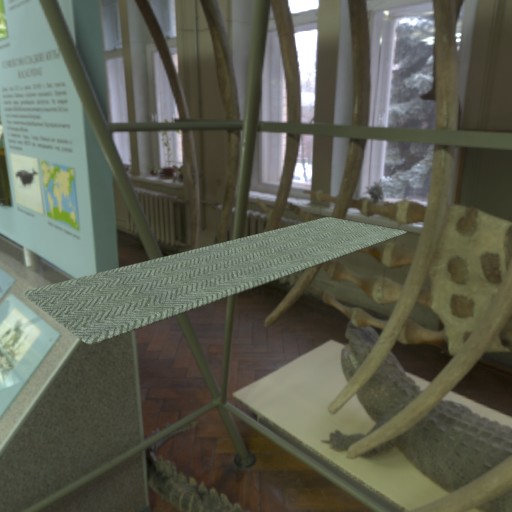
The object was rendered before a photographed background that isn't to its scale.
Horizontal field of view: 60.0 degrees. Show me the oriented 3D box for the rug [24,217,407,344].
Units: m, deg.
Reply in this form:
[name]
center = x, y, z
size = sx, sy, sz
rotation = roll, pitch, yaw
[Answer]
[rug]
center = 0.000, 0.000, 2.525
size = 2.286, 0.008, 0.686
rotation = -16, 23, -42
